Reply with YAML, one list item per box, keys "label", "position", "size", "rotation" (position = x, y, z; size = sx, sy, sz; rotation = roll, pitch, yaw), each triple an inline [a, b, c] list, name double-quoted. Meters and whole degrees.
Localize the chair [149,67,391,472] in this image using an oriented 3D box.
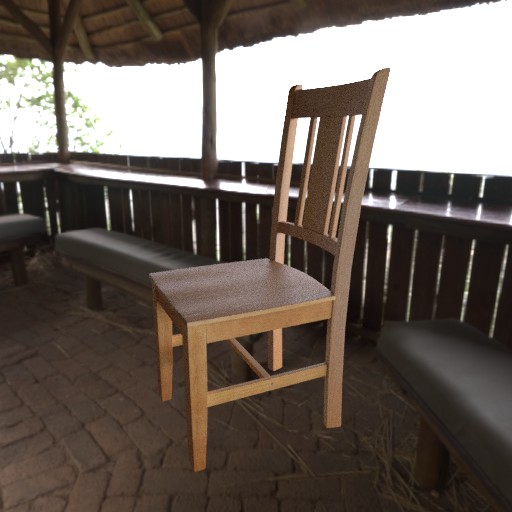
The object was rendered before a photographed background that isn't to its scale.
- label: "chair"
  position: [0.000, 0.000, 1.292]
  size: [0.556, 0.998, 0.450]
  rotation: [-7, 17, -24]
